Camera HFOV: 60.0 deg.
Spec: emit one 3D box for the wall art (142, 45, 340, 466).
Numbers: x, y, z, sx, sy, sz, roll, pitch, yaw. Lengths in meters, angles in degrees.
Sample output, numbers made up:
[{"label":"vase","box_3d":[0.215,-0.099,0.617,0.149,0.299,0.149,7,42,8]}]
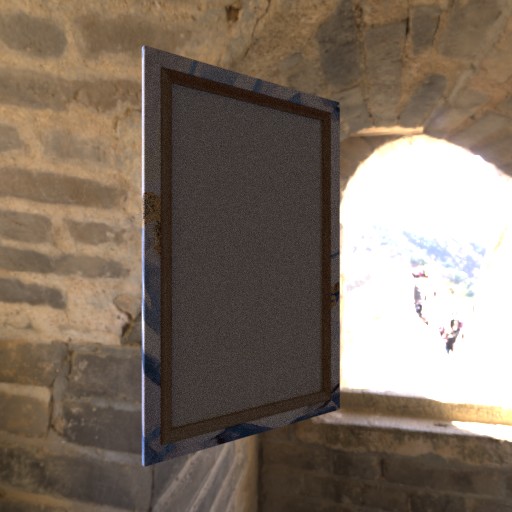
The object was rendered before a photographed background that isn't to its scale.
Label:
[{"label":"wall art","box_3d":[0.000,0.000,1.143,0.610,0.914,0.016,0,0,-36]}]
